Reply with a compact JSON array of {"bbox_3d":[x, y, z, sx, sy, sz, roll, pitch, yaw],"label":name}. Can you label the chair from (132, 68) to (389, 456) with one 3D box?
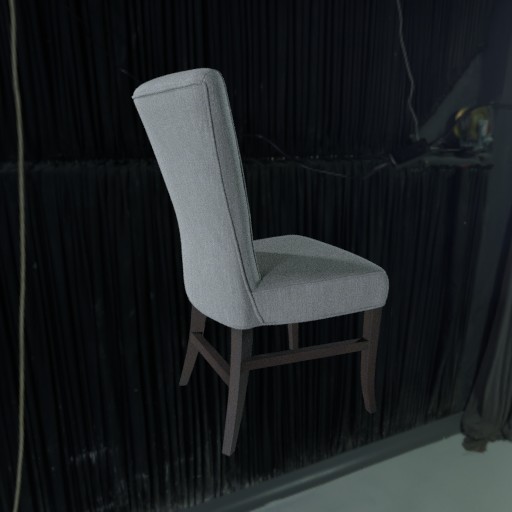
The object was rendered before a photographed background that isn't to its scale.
[{"bbox_3d":[0.000,0.000,1.355,0.660,0.991,0.520,-8,18,-26],"label":"chair"}]
